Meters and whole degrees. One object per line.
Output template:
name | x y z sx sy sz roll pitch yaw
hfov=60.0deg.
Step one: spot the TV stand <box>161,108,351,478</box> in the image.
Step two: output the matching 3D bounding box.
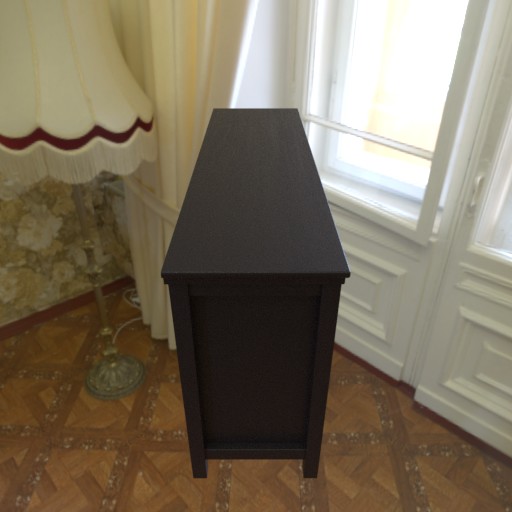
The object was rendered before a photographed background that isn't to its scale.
TV stand | 0.000 0.000 1.487 0.347 0.681 1.198 0 32 0
